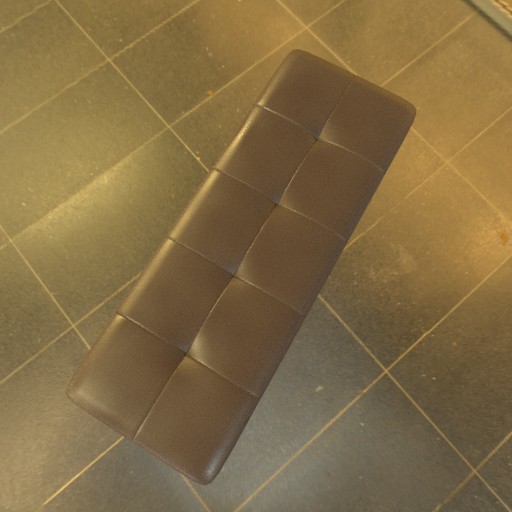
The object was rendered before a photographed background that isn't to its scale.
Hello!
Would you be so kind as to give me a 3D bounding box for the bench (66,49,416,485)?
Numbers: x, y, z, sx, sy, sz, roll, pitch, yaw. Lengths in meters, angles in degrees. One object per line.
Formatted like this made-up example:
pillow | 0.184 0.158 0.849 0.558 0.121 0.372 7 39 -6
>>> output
bench | 0.000 0.000 1.407 0.450 0.417 1.219 29 77 7
